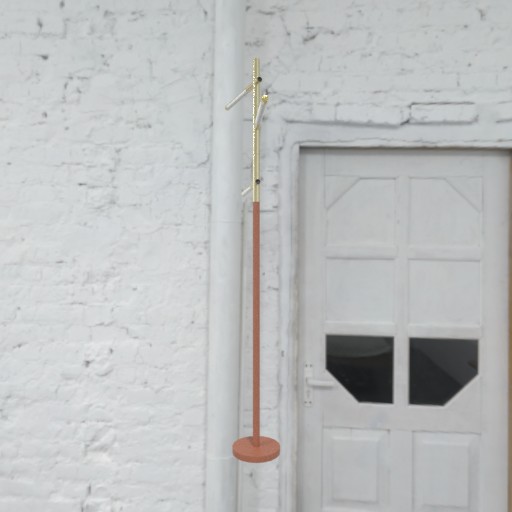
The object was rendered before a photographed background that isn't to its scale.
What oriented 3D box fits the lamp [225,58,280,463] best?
[{"bbox_3d":[0.000,0.000,1.929,0.209,1.704,0.737,0,0,-18],"label":"lamp"}]
